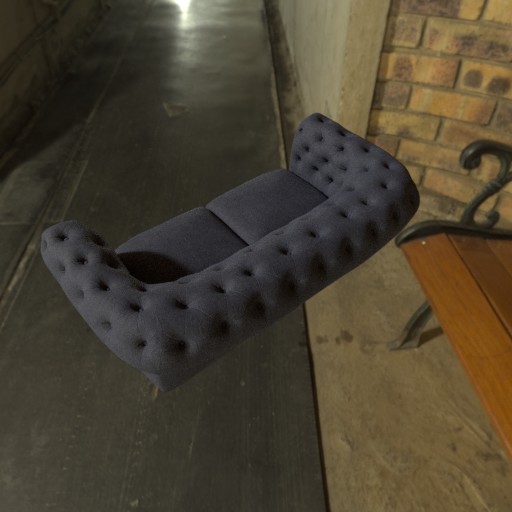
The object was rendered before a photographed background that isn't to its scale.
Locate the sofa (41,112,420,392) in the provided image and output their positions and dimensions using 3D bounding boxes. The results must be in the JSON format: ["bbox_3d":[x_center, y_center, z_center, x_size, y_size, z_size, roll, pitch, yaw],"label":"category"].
[{"bbox_3d":[0.000,0.000,2.572,1.988,0.833,1.082,-30,53,-26],"label":"sofa"}]
